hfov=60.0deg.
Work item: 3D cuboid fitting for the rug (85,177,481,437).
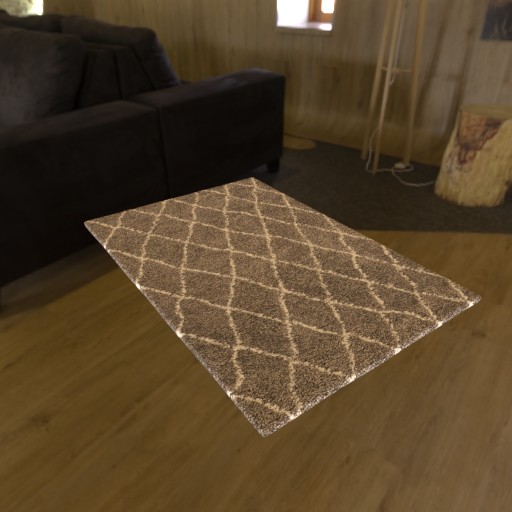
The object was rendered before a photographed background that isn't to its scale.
[{"bbox_3d":[0.000,0.000,2.297,1.219,0.030,1.778,-21,37,-30],"label":"rug"}]
